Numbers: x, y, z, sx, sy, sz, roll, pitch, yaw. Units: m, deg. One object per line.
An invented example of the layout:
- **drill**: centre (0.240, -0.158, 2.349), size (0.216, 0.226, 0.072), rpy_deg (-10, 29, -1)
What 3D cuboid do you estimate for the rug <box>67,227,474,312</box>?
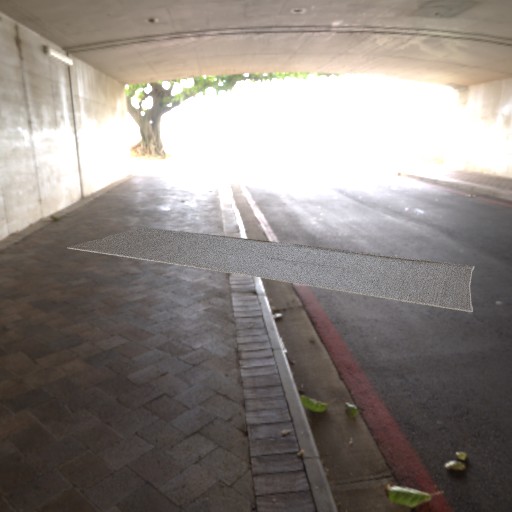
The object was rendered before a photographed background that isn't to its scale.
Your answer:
- **rug**: centre (0.000, 0.000, 2.676), size (2.390, 0.014, 0.741), rpy_deg (8, 17, 26)
